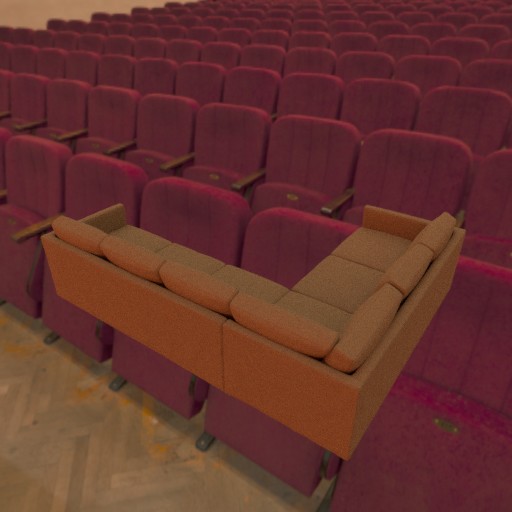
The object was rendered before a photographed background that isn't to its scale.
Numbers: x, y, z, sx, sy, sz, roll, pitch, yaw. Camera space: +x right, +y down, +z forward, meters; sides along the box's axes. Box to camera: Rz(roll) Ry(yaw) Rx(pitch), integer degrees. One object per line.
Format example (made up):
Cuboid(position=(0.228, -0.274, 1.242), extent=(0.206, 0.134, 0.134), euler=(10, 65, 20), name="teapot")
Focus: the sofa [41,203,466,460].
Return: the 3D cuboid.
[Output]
Cuboid(position=(0.000, 0.000, 4.268), extent=(3.182, 0.871, 2.432), euler=(20, 37, 30), name="sofa")
